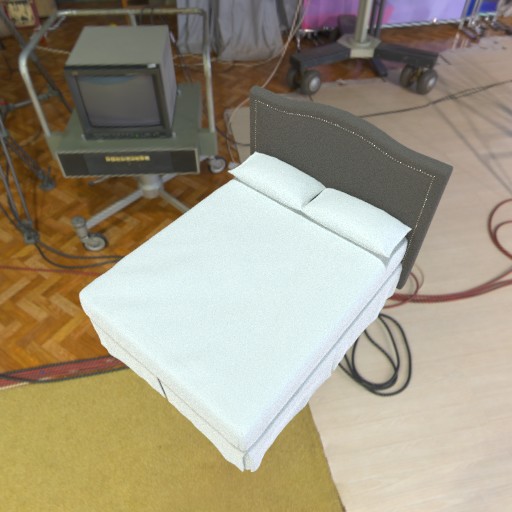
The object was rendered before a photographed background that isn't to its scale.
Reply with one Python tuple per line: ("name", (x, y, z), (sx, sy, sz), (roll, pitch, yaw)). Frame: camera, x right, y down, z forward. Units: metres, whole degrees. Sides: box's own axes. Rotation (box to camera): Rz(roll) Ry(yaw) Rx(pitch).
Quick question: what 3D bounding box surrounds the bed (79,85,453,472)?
("bed", (0.000, 0.000, 3.138), (1.666, 1.387, 2.036), (32, 56, 25))
